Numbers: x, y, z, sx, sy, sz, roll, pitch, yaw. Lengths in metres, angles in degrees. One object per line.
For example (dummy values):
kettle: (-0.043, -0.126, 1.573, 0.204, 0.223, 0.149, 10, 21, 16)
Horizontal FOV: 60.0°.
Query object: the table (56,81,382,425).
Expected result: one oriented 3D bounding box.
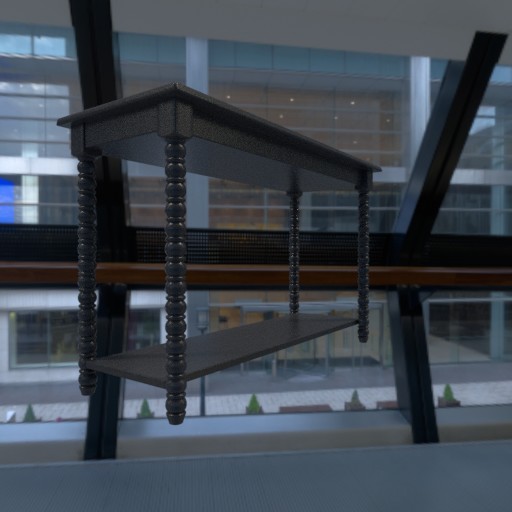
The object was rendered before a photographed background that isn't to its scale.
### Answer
table: (0.000, 0.000, 1.521, 0.459, 0.735, 1.184, 1, 1, 36)
